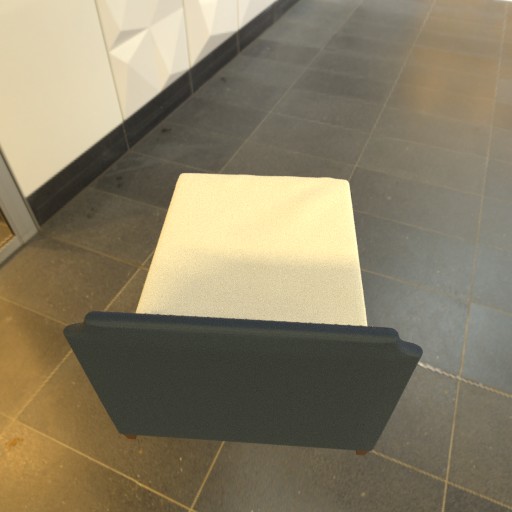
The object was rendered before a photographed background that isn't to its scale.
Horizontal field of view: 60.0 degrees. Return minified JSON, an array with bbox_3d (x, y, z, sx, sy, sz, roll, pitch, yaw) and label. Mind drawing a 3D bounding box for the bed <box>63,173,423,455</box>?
[{"bbox_3d":[0.000,0.000,3.305,1.712,1.443,2.372,3,46,3],"label":"bed"}]
